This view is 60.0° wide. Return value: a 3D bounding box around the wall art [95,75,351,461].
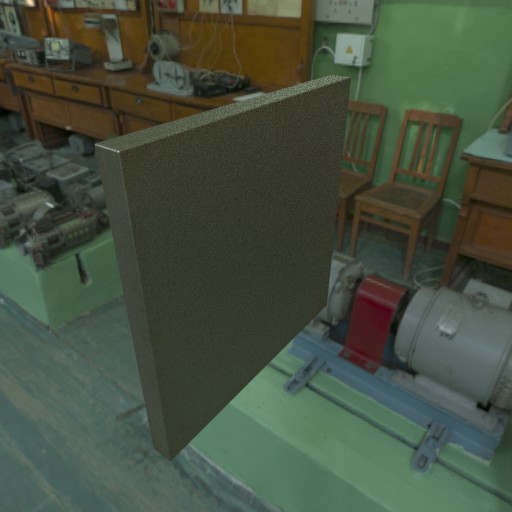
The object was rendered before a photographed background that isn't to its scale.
[{"bbox_3d":[0.000,0.000,0.752,0.040,0.506,0.503,22,38,31],"label":"wall art"}]
